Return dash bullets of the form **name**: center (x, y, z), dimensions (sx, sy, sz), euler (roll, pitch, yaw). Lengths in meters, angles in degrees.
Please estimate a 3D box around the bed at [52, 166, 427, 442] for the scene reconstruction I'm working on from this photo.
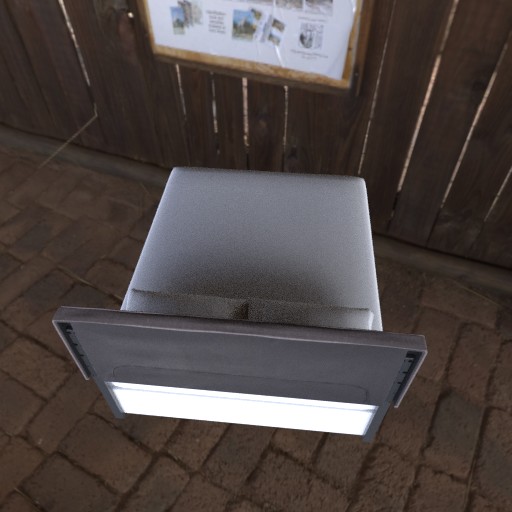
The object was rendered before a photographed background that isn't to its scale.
- **bed**: center (0.000, 0.000, 2.855), dimensions (1.610, 1.089, 1.894), euler (4, 47, 4)
